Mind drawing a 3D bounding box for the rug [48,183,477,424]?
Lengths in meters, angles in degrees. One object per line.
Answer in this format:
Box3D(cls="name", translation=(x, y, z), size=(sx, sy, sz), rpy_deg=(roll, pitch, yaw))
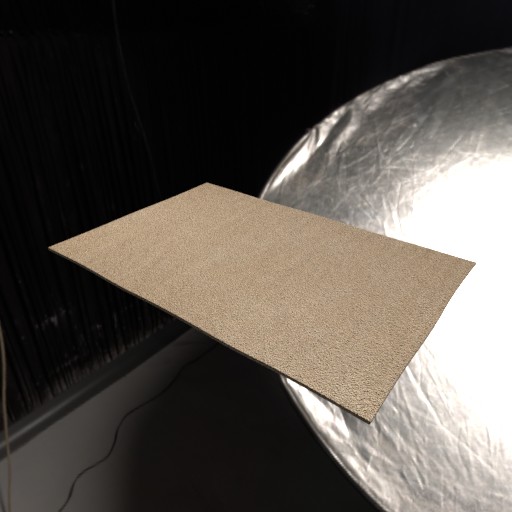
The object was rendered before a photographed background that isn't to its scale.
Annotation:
Box3D(cls="rug", translation=(0.000, 0.000, 3.349), size=(2.699, 0.025, 1.800), rpy_deg=(21, 36, 32))
